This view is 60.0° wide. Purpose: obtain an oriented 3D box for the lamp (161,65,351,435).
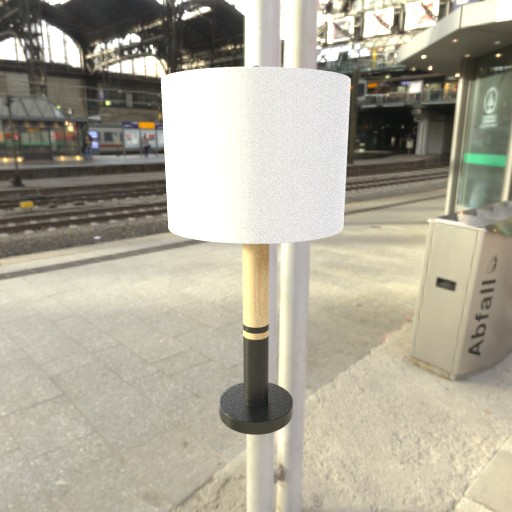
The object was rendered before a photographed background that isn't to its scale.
[{"bbox_3d":[0.000,0.000,0.801,0.305,0.640,0.305,14,20,43],"label":"lamp"}]
